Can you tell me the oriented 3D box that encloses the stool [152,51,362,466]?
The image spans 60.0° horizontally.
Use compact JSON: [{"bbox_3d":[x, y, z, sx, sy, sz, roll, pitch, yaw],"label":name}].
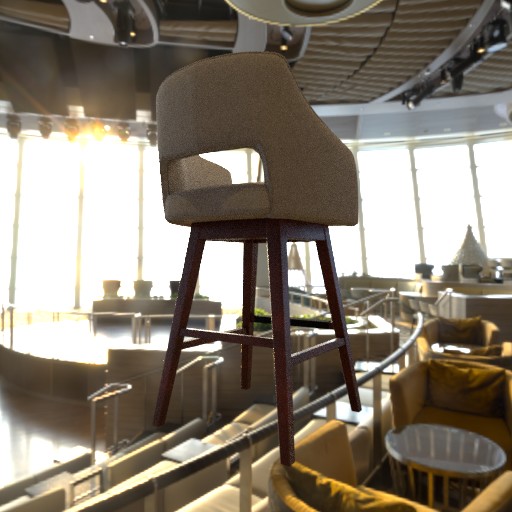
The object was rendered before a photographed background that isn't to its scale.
[{"bbox_3d":[0.000,0.000,1.365,0.548,1.012,0.558,0,0,34],"label":"stool"}]
